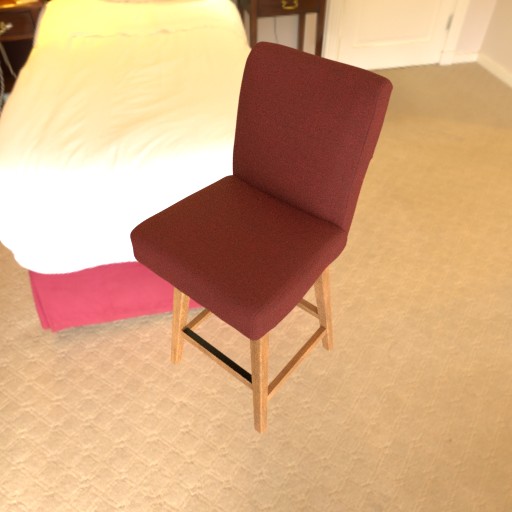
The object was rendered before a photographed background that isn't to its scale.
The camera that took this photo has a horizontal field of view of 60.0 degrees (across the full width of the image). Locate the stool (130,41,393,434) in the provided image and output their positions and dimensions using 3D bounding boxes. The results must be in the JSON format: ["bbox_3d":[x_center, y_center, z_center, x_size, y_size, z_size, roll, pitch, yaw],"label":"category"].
[{"bbox_3d":[0.000,0.000,1.347,0.468,1.038,0.562,30,52,27],"label":"stool"}]
